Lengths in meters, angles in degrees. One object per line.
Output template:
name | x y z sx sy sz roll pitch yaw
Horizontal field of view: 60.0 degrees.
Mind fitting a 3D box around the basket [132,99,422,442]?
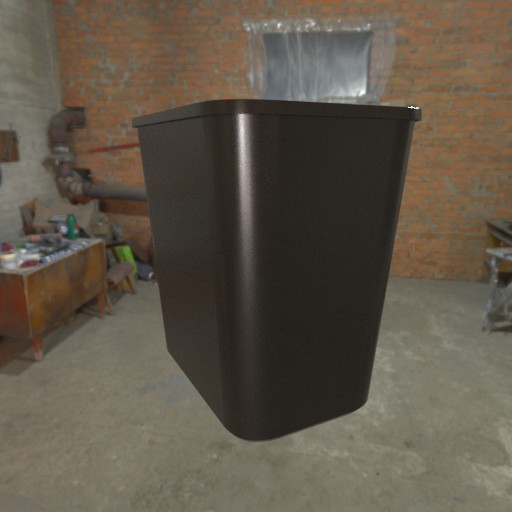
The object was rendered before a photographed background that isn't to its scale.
basket | 0.000 0.000 0.506 0.211 0.307 0.300 -7 16 -27
